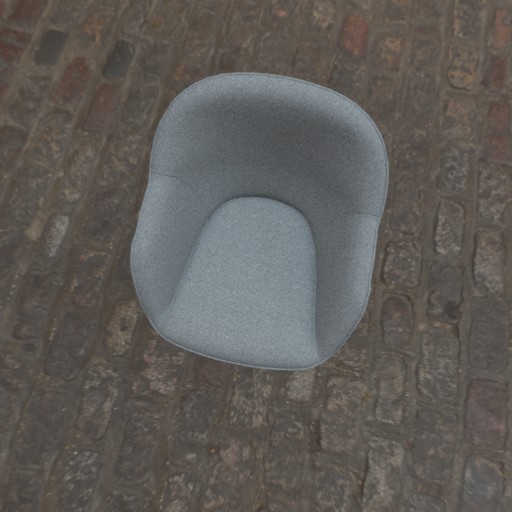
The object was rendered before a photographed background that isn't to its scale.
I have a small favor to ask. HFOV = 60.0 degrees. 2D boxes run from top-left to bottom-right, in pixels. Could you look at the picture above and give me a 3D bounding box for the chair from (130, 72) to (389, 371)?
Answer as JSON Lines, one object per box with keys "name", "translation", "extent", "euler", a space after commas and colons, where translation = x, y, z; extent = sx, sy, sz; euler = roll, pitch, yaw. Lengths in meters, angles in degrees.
{"name": "chair", "translation": [0.000, 0.000, 1.265], "extent": [0.589, 0.810, 0.611], "euler": [11, 76, 3]}
